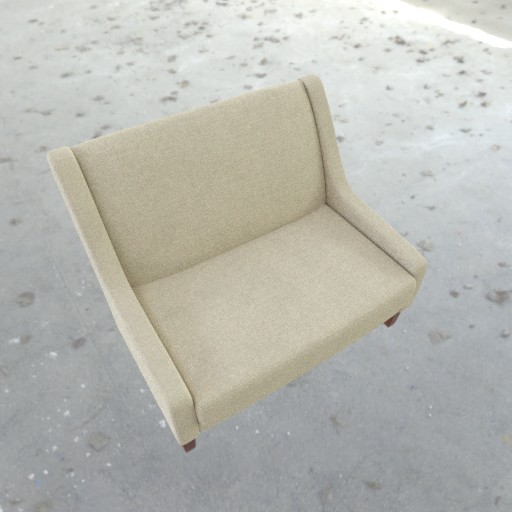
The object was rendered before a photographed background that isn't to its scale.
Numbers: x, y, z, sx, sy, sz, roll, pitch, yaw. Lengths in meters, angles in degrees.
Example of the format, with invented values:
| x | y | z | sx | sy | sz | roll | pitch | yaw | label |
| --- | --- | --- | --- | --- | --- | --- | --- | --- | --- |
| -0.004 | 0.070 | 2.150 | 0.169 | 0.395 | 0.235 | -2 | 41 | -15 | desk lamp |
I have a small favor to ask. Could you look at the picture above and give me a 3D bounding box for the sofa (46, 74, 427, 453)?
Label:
| x | y | z | sx | sy | sz | roll | pitch | yaw | label |
| --- | --- | --- | --- | --- | --- | --- | --- | --- | --- |
| 0.000 | 0.000 | 1.875 | 1.212 | 0.976 | 0.946 | -25 | 51 | -22 | sofa |
